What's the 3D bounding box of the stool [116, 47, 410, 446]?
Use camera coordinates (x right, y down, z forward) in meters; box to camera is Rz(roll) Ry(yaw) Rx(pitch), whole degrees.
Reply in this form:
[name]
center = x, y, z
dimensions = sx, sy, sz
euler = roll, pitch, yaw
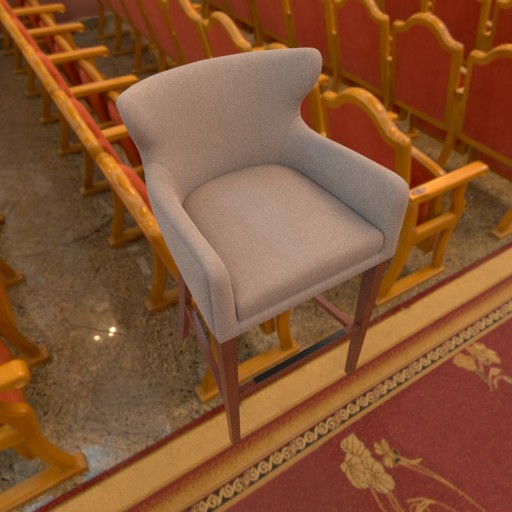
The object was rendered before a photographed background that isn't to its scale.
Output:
[stool]
center = 0.000, 0.000, 1.370
dimensions = 0.575, 1.047, 0.575
euler = -24, 50, -22
